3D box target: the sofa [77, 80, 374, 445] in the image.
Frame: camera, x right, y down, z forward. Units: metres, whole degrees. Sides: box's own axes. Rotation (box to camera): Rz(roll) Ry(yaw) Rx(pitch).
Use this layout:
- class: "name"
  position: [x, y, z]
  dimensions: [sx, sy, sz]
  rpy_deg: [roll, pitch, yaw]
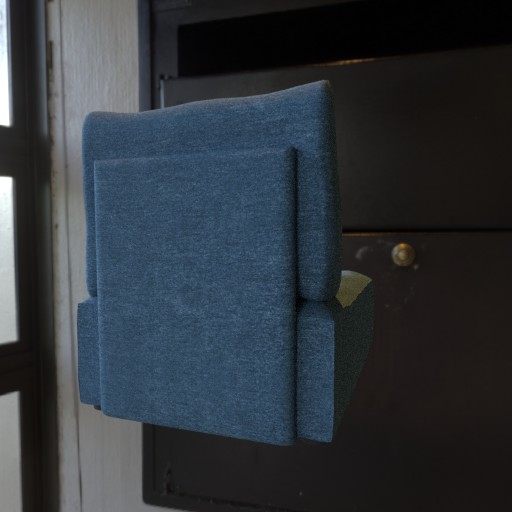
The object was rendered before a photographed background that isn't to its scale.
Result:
- class: "sofa"
  position: [0.000, 0.000, 1.510]
  dimensions: [0.700, 0.820, 1.000]
  rpy_deg: [1, 3, 20]
